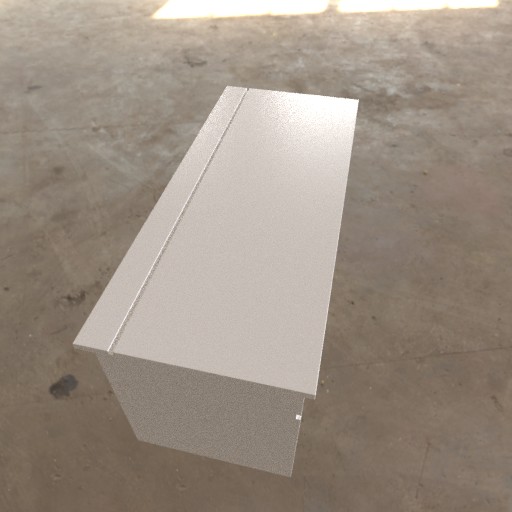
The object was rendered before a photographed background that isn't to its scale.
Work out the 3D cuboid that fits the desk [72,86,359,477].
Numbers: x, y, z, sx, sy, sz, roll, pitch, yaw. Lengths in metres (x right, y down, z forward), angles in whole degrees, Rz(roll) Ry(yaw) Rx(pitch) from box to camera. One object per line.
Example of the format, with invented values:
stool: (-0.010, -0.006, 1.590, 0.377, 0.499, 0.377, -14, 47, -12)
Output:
desk: (0.000, 0.000, 1.968, 0.670, 0.760, 1.580, 9, 47, 9)
